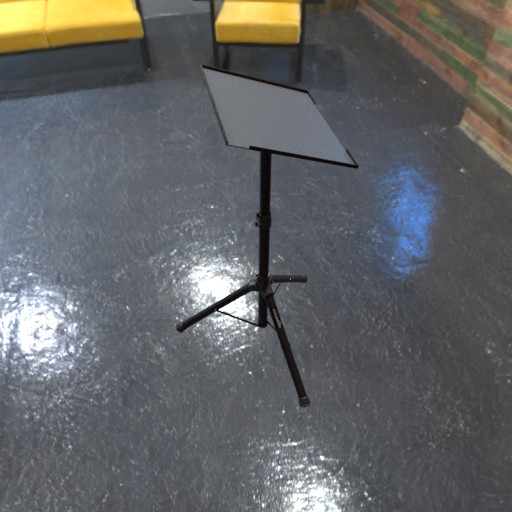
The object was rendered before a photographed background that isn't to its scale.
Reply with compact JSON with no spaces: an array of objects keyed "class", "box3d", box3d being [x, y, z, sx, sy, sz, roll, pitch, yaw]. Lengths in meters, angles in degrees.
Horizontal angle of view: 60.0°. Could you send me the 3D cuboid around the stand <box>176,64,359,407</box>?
[{"class":"stand","box3d":[0.000,0.000,1.629,0.702,1.198,0.702,-9,47,-9]}]
